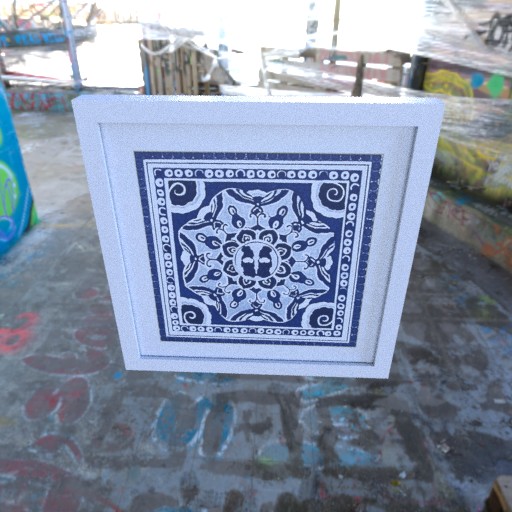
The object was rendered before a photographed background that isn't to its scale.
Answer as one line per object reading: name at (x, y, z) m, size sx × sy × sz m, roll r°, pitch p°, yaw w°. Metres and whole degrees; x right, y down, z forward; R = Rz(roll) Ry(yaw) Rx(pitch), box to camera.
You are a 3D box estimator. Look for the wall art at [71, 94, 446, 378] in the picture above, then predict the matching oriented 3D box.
wall art at (0.000, 0.000, 0.521) m, size 0.355 × 0.355 × 0.027 m, roll 1°, pitch 31°, yaw 2°
